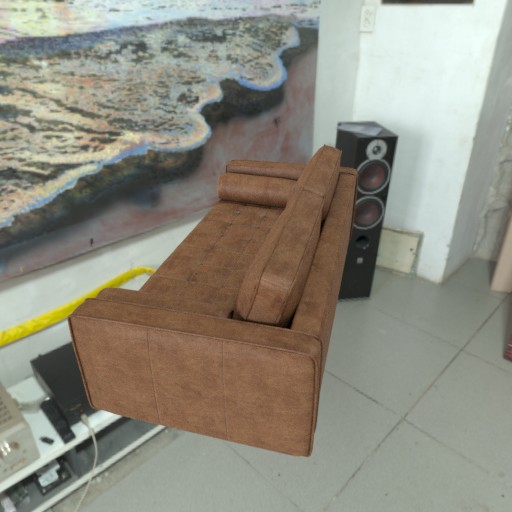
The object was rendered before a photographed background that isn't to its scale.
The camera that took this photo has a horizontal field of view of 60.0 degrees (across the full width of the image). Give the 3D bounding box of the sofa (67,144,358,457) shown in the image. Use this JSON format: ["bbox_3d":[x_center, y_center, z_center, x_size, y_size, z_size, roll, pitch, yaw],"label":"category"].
[{"bbox_3d":[0.000,0.000,2.362,0.924,0.825,1.920,8,30,13],"label":"sofa"}]
